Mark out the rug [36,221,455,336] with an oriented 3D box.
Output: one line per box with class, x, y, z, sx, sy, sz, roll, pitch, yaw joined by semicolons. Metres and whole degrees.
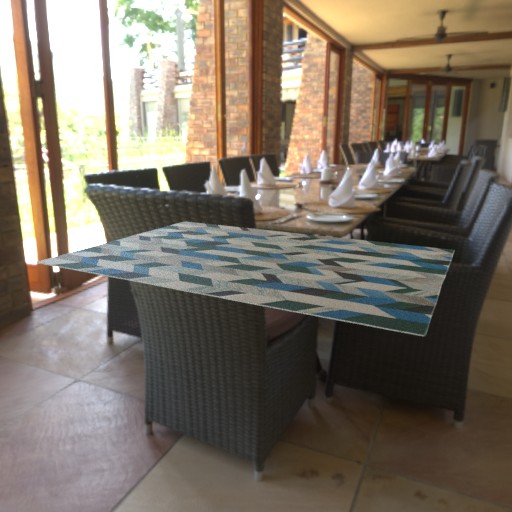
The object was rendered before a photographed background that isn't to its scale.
rug;0.000;0.000;2.308;1.827;0.005;1.229;8;17;27
